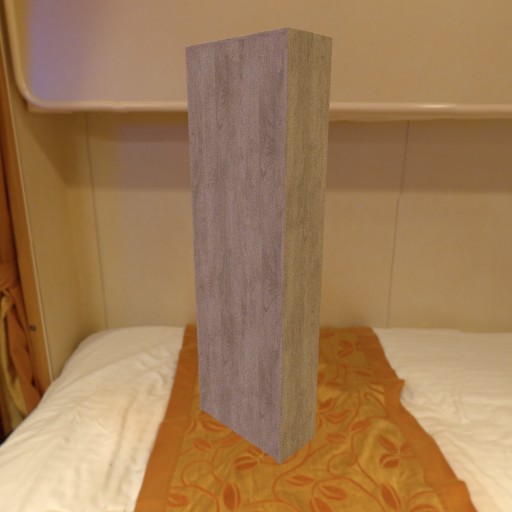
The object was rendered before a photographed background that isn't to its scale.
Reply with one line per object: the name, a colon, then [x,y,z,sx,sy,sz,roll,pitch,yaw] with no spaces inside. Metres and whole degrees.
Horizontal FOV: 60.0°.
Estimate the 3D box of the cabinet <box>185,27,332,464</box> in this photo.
cabinet: [0.000,0.000,1.853,0.520,1.630,0.250,16,22,42]
